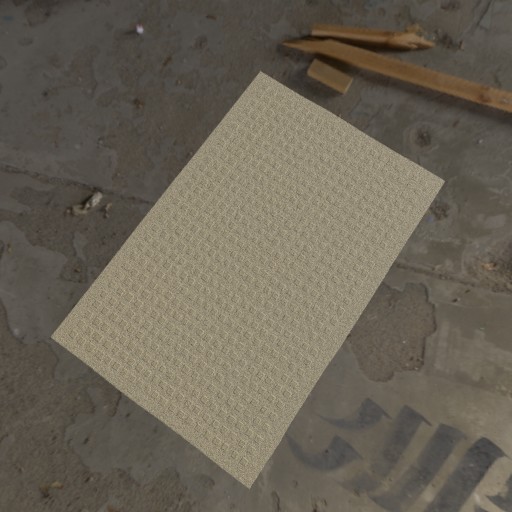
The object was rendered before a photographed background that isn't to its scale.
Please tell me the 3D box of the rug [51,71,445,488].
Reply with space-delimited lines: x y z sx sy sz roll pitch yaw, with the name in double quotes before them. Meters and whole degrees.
"rug" 0.000 0.000 2.174 1.143 0.006 1.747 34 79 8
